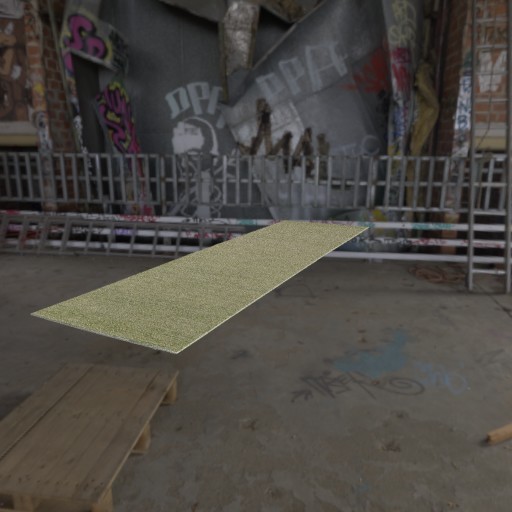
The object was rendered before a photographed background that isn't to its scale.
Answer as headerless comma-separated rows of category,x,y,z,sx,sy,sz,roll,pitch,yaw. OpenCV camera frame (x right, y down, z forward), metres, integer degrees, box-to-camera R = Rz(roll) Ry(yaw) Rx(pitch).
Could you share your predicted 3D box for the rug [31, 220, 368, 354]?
rug,0.000,0.000,2.506,0.686,0.013,2.340,8,16,27
